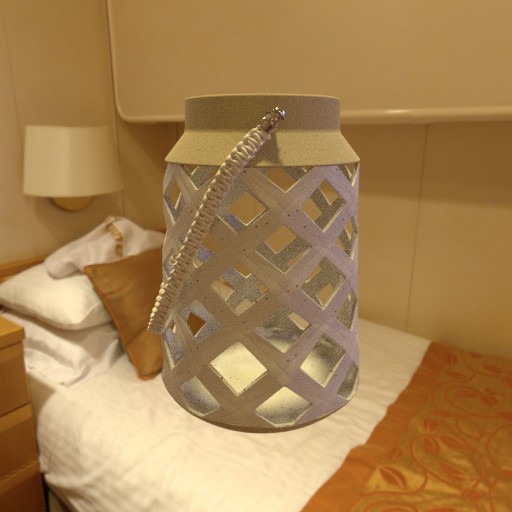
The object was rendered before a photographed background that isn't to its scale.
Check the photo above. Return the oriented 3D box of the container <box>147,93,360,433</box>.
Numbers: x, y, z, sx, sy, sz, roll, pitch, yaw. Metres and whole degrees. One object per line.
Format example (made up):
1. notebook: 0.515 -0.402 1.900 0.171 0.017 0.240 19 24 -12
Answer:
1. container: 0.000 0.000 0.396 0.198 0.264 0.188 -3 16 -10
